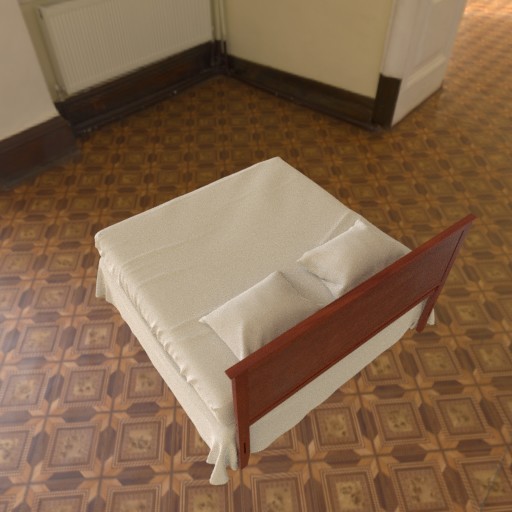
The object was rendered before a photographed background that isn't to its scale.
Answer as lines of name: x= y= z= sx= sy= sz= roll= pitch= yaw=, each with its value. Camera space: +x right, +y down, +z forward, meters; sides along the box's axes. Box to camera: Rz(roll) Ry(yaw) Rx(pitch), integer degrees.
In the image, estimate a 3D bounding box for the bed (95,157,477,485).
bed: x=0.000 y=0.000 z=3.595 sx=2.314 sy=1.271 sz=2.219 roll=-28 pitch=51 yaw=-25
